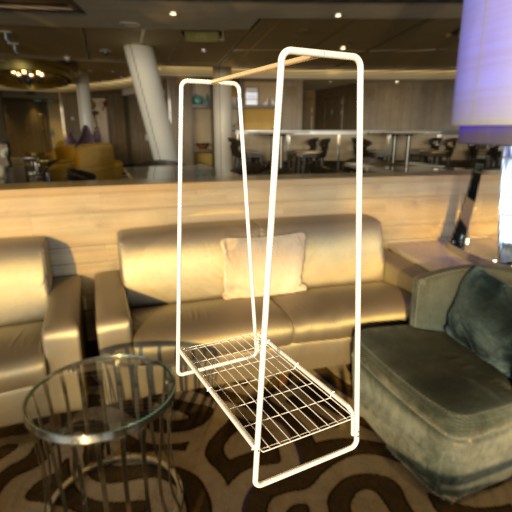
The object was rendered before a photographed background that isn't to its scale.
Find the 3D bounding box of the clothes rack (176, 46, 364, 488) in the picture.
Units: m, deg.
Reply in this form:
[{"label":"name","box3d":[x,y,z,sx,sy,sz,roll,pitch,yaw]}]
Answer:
[{"label":"clothes rack","box3d":[0.000,0.000,1.908,0.495,1.500,0.900,-8,17,-27]}]
